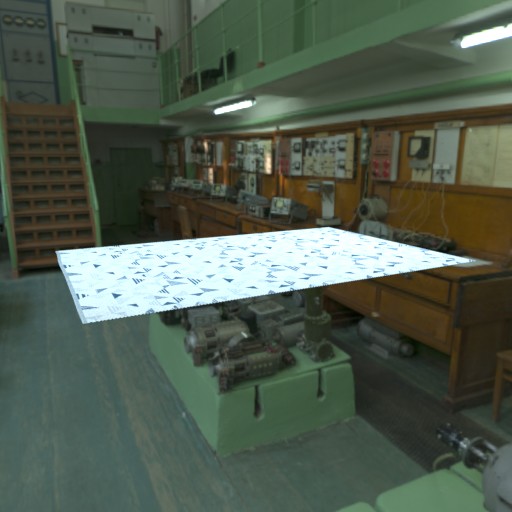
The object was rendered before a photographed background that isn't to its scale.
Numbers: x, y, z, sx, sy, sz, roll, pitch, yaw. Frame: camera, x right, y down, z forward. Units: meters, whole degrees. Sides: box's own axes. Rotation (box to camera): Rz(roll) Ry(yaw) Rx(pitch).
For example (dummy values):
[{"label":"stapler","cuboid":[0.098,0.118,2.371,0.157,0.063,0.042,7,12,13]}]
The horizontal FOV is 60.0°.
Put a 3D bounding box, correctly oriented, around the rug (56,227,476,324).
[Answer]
[{"label":"rug","cuboid":[0.000,0.000,2.294,1.835,0.003,1.206,-6,14,-27]}]
